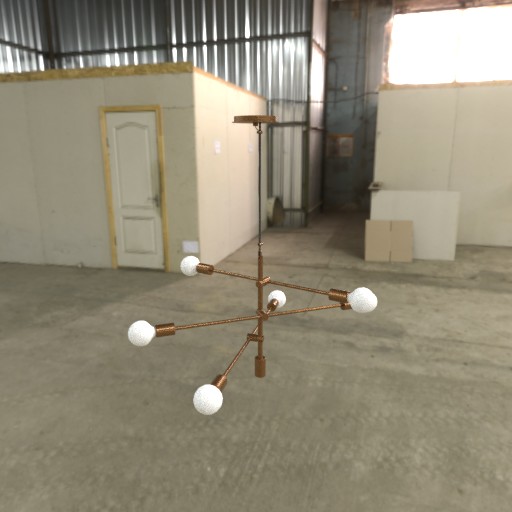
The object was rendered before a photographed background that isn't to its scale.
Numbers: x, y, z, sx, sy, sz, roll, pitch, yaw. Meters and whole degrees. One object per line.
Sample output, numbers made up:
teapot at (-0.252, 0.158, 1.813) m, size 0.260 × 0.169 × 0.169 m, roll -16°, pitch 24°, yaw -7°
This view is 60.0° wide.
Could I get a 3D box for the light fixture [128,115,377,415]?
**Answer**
light fixture at (0.000, 0.000, 1.240) m, size 0.637 × 0.744 × 0.682 m, roll 14°, pitch 20°, yaw 43°
